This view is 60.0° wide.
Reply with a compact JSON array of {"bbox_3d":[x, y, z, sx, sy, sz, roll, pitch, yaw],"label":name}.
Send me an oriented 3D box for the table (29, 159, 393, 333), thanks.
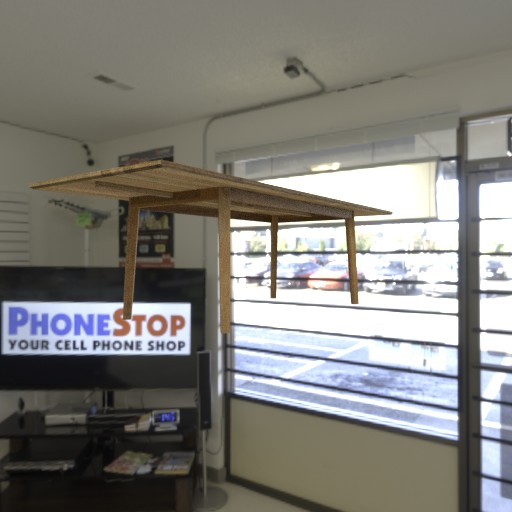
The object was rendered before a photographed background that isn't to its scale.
[{"bbox_3d":[0.000,0.000,3.049,1.000,0.752,2.603,0,0,36],"label":"table"}]
